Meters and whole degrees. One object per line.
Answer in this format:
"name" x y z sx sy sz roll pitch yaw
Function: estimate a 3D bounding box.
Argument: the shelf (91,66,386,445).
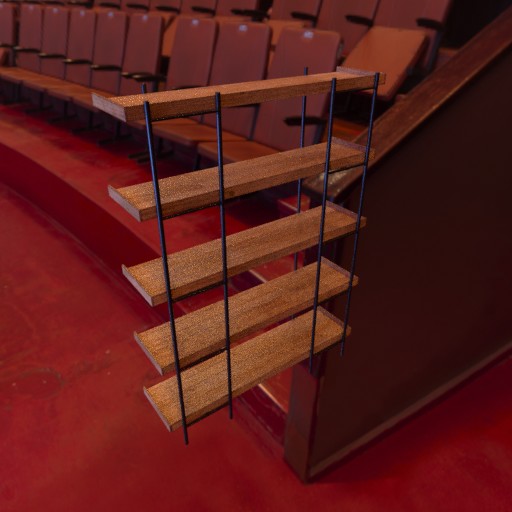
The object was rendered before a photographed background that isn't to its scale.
"shelf" 0.000 0.000 2.439 1.371 1.826 0.379 -20 35 -31
